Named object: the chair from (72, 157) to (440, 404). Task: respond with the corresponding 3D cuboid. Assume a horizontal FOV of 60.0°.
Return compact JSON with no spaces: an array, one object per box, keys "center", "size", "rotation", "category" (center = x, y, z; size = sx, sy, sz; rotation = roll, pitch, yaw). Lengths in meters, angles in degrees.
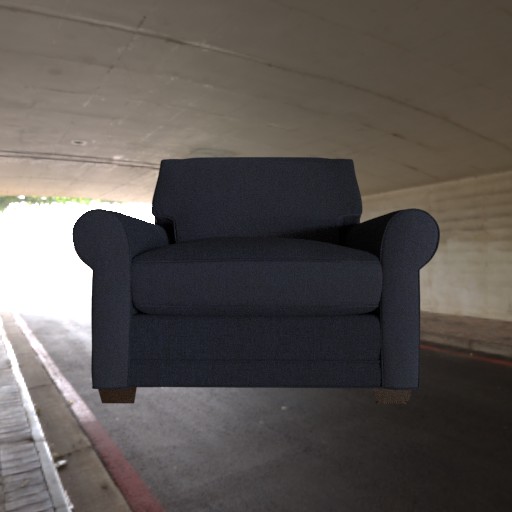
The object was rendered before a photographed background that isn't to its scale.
[{"center":[0.000,0.000,1.968],"size":[1.285,1.044,0.963],"rotation":[0,0,0],"category":"chair"}]
